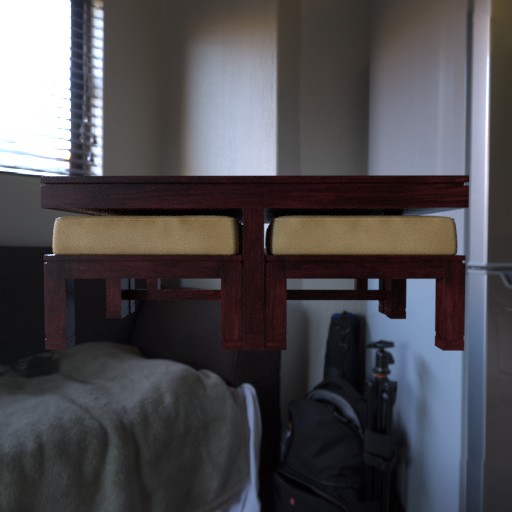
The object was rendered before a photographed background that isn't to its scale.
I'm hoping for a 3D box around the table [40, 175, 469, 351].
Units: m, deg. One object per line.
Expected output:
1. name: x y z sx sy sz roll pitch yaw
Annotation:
1. table: 0.000 0.000 1.331 0.865 0.356 0.865 0 2 1
